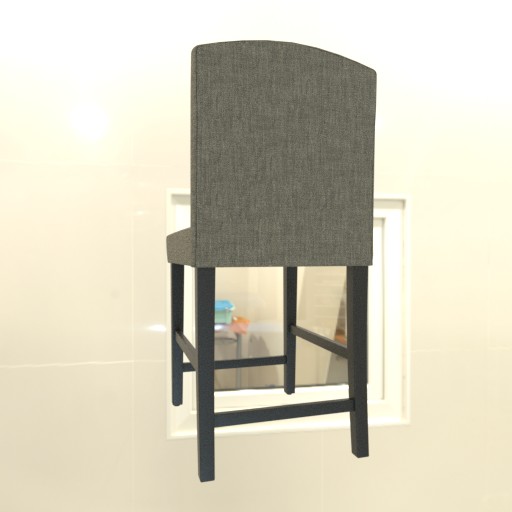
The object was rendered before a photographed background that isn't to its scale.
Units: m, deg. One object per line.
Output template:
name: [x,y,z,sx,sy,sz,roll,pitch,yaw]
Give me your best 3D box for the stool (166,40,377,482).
stool: [0.000,0.000,1.252,0.451,0.966,0.552,0,0,-17]
